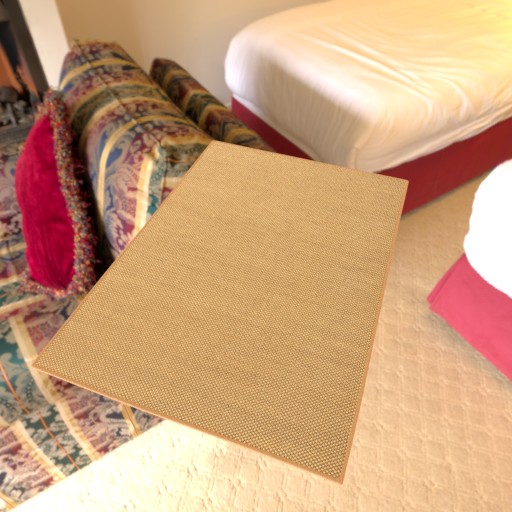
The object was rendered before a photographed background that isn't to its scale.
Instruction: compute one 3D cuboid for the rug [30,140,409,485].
[{"bbox_3d":[0.000,0.000,2.627,1.524,0.013,2.134,15,48,14],"label":"rug"}]
